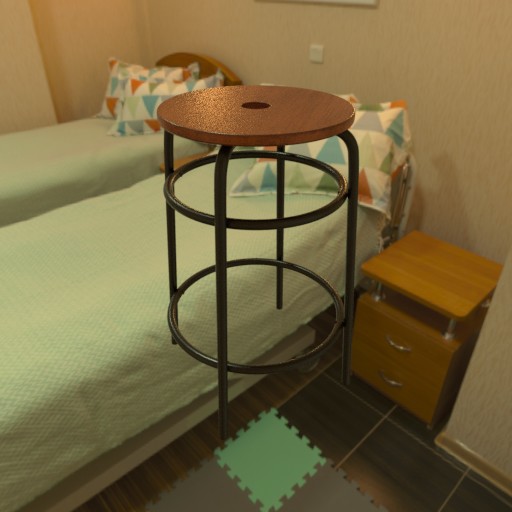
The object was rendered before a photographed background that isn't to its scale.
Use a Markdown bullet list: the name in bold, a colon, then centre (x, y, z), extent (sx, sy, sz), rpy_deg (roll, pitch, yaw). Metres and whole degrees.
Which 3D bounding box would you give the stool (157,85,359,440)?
- **stool**: centre (0.000, 0.000, 0.921), extent (0.455, 0.610, 0.455), rpy_deg (10, 34, 15)
